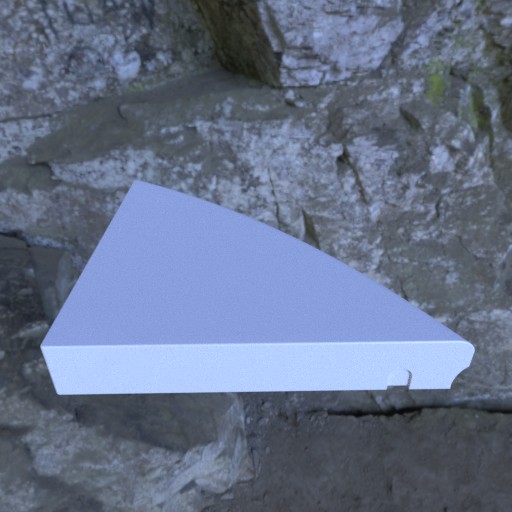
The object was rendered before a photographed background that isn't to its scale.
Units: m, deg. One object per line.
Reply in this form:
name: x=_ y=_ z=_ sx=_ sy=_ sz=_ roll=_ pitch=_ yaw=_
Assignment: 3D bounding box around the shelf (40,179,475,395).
shelf: x=0.000 y=0.000 z=0.456 sx=0.310 sy=0.050 sz=0.310 roll=-1 pitch=32 yaw=-1
